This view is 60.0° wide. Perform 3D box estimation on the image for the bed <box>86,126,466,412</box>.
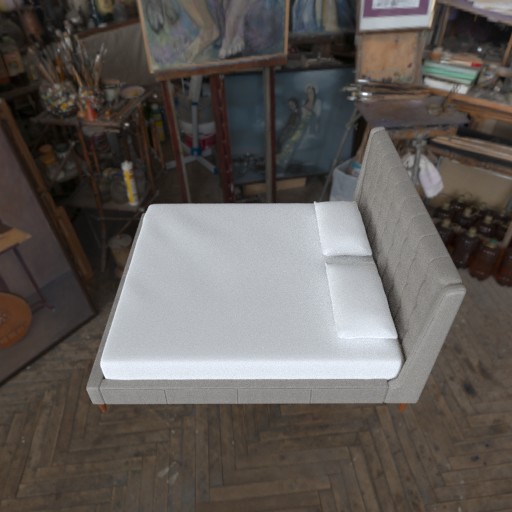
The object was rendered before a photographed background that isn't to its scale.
[{"bbox_3d":[0.000,0.000,3.599,2.342,1.289,2.062,0,41,0],"label":"bed"}]
